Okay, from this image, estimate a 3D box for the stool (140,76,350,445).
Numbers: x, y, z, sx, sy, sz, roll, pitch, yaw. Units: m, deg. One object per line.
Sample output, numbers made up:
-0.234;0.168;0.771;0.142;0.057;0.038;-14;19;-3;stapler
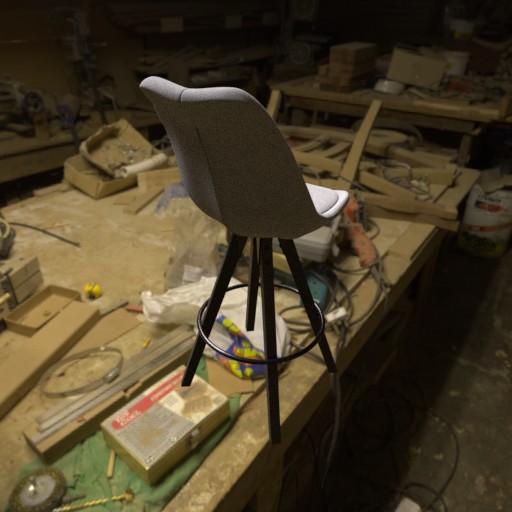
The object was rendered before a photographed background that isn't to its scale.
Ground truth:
0.000;0.000;1.423;0.485;1.115;0.550;21;36;31;stool
